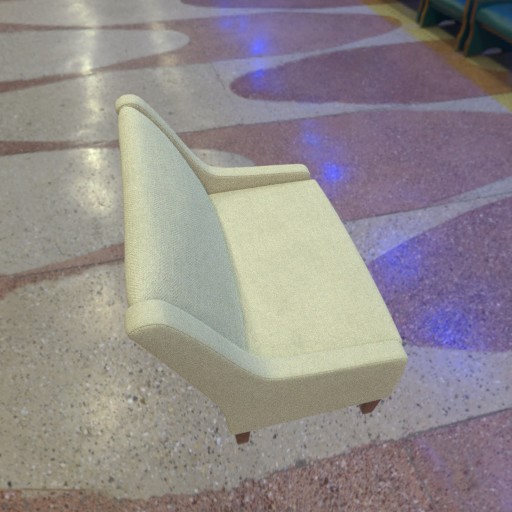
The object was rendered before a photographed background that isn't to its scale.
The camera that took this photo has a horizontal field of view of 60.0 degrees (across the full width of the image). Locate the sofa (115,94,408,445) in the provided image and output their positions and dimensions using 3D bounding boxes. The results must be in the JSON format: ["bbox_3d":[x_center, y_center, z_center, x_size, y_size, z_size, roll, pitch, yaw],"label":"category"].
[{"bbox_3d":[0.000,0.000,1.891,0.946,0.976,1.212,-10,48,-9],"label":"sofa"}]
